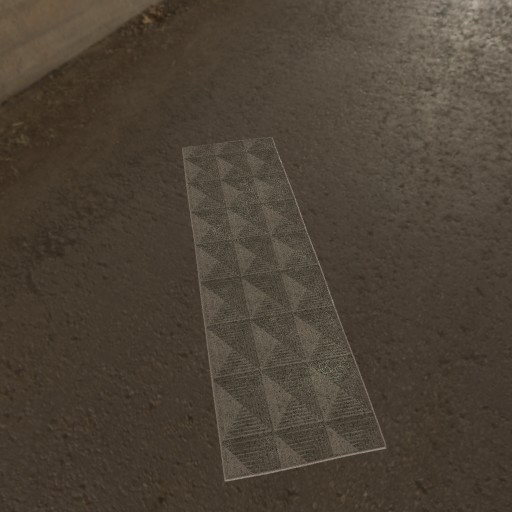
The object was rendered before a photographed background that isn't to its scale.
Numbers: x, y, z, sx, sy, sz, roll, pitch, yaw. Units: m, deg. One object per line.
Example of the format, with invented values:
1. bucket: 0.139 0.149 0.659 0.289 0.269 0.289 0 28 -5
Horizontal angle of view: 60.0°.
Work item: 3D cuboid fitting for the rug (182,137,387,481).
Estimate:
1. rug: 0.000 0.000 2.407 0.645 0.015 2.182 -8 49 -7
